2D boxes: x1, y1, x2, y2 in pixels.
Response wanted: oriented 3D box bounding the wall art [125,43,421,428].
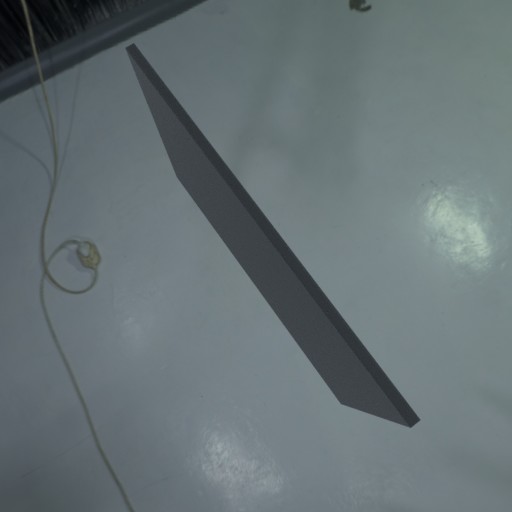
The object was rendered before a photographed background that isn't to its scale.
[{"bbox_3d":[0.000,0.000,1.195,0.049,0.659,0.964,-33,77,-8],"label":"wall art"}]
